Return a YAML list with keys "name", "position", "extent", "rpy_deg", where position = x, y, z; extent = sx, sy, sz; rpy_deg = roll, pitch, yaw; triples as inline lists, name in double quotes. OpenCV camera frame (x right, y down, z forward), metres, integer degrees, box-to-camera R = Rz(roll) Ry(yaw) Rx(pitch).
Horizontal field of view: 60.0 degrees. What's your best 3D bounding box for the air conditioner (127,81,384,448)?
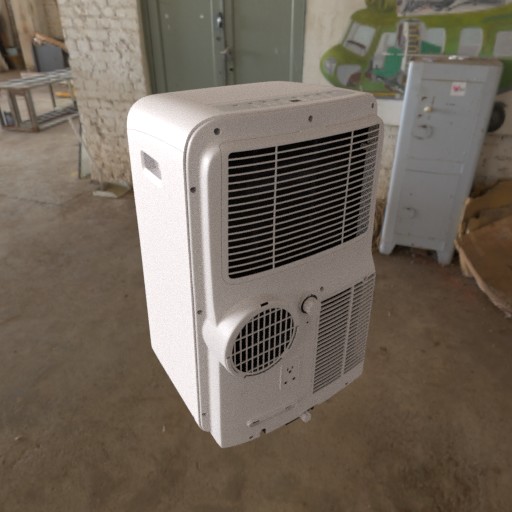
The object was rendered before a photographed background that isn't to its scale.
- name: "air conditioner"
  position: [0.000, 0.000, 1.075]
  extent: [0.478, 0.765, 0.467]
  rpy_deg: [-19, 35, -29]
